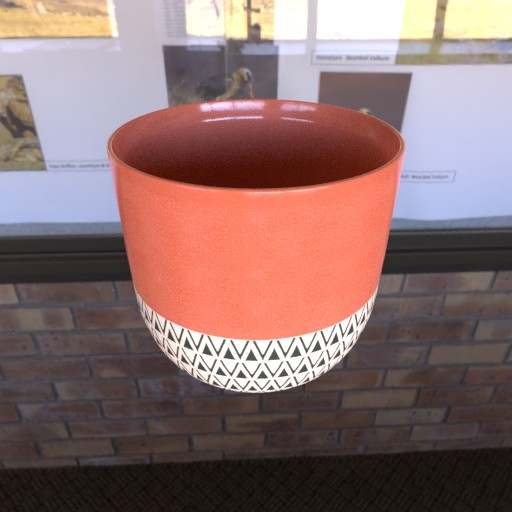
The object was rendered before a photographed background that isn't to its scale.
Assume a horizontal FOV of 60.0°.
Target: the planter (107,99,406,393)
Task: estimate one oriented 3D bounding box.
[{"bbox_3d":[0.000,0.000,0.480,0.266,0.270,0.266,0,32,0],"label":"planter"}]
